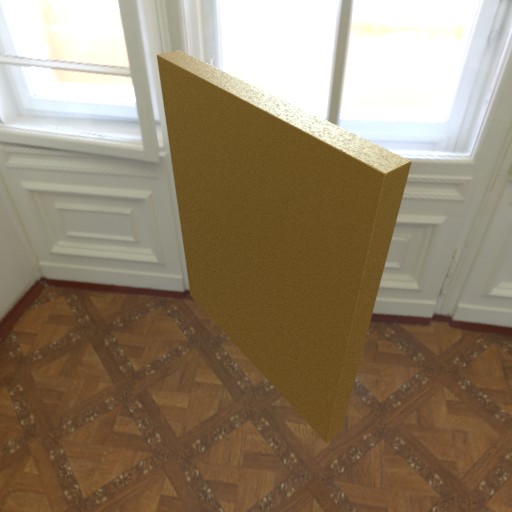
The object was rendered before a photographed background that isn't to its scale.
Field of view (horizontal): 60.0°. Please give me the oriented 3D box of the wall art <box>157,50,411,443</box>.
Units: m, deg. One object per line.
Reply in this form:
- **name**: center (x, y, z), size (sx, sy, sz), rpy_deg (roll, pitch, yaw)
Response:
- **wall art**: center (0.000, 0.000, 0.881), size (0.048, 0.642, 0.537), rpy_deg (-27, 48, -28)
